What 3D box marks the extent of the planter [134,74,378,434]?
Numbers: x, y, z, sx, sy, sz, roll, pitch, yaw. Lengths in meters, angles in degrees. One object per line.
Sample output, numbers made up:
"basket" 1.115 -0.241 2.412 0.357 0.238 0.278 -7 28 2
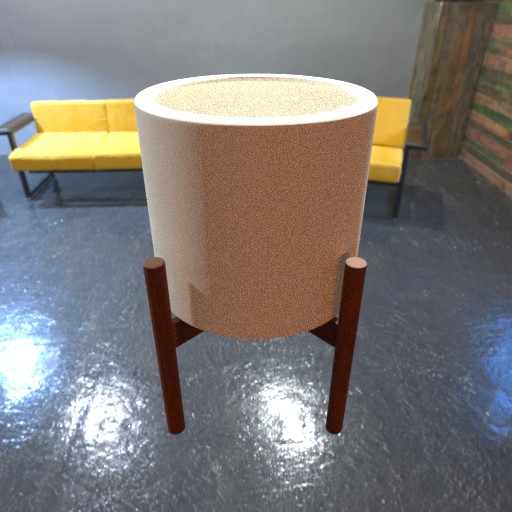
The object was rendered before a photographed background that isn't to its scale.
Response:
"planter" 0.000 0.000 0.507 0.224 0.358 0.224 0 31 0
